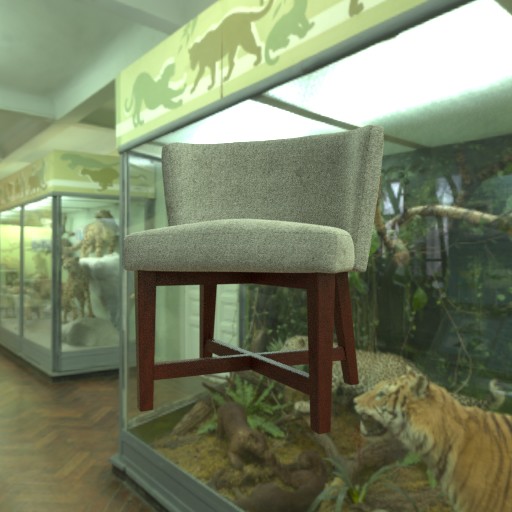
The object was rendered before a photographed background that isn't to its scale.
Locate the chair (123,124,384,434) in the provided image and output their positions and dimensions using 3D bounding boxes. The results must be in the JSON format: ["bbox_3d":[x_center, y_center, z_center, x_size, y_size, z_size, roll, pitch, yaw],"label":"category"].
[{"bbox_3d":[0.000,0.000,1.325,0.728,0.827,0.575,0,0,18],"label":"chair"}]
